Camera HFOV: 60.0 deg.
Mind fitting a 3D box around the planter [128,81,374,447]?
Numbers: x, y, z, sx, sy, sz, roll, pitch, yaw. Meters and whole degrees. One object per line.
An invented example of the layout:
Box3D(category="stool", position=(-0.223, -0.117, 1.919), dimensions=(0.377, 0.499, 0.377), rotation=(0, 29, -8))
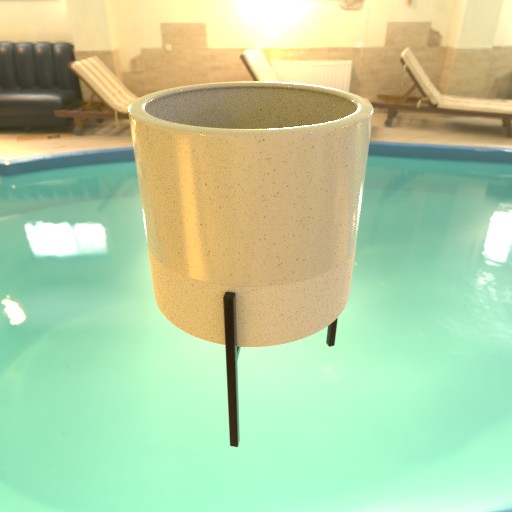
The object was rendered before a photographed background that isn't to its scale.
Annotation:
Box3D(category="planter", position=(0.000, 0.000, 0.341), dimensions=(0.159, 0.230, 0.152), rotation=(-11, 32, -18))
